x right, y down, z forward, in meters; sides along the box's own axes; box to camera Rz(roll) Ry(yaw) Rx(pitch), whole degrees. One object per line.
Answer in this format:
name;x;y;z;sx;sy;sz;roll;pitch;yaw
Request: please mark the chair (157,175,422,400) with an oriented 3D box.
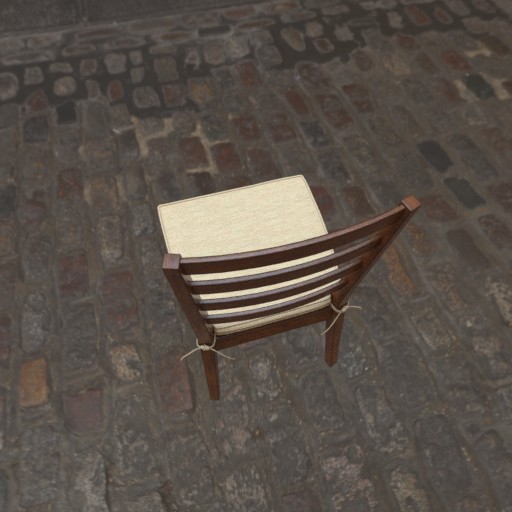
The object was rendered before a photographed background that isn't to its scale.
chair;0.000;0.000;1.359;0.593;0.979;0.595;-14;59;-9
